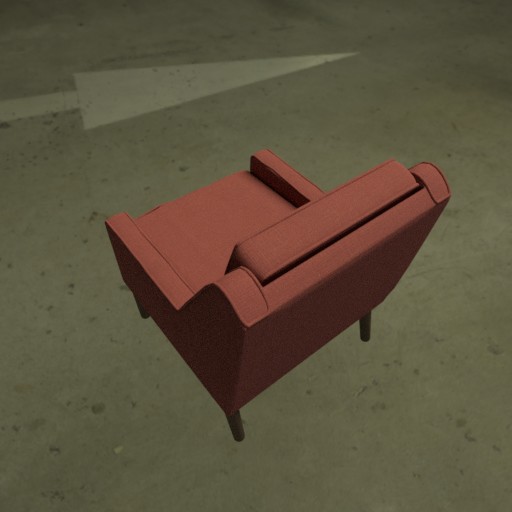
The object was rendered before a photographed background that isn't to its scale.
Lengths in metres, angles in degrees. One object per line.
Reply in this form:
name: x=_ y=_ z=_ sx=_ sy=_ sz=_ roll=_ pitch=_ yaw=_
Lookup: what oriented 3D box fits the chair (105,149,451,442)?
chair: x=0.000 y=0.000 z=1.414 sx=0.680 sy=0.812 sz=0.770 roll=-30 pitch=53 yaw=-26
